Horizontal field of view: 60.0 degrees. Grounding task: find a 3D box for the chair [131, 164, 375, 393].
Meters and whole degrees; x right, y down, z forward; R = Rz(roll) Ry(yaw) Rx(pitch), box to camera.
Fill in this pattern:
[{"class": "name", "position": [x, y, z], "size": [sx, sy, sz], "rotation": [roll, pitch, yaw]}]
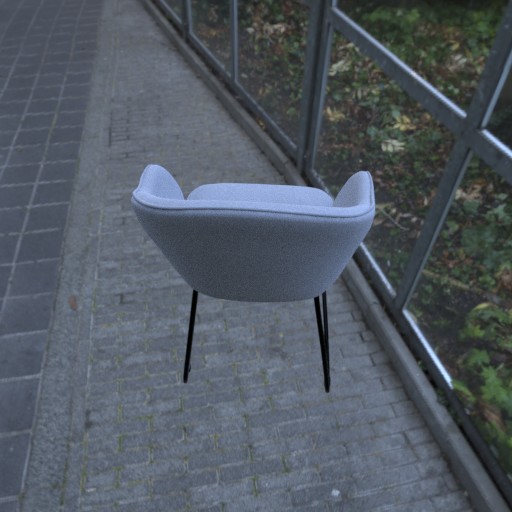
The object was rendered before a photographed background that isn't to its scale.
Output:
[{"class": "chair", "position": [0.000, 0.000, 1.228], "size": [0.570, 0.817, 0.592], "rotation": [2, 46, 2]}]
